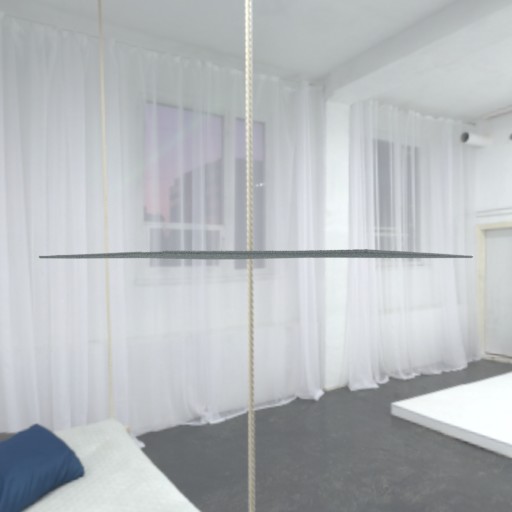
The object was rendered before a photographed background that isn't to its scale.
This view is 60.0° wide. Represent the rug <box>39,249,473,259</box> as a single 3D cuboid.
[{"bbox_3d":[0.000,0.000,4.125,3.237,0.046,2.461,-1,-1,37],"label":"rug"}]
